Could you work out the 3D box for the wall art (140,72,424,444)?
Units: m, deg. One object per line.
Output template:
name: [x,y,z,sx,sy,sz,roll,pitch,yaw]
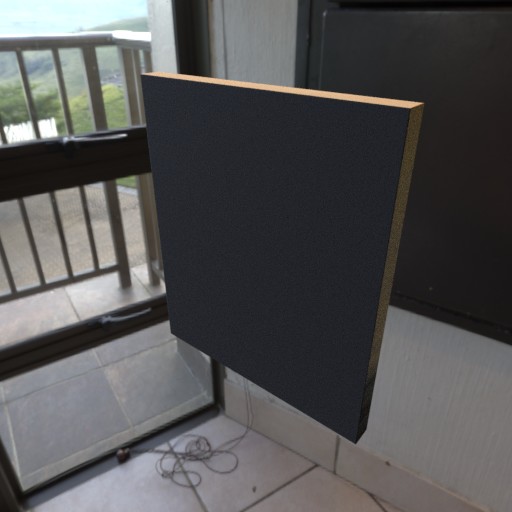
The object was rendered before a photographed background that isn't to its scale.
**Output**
wall art: [0.000,0.000,0.706,0.435,0.511,0.037,22,36,33]
